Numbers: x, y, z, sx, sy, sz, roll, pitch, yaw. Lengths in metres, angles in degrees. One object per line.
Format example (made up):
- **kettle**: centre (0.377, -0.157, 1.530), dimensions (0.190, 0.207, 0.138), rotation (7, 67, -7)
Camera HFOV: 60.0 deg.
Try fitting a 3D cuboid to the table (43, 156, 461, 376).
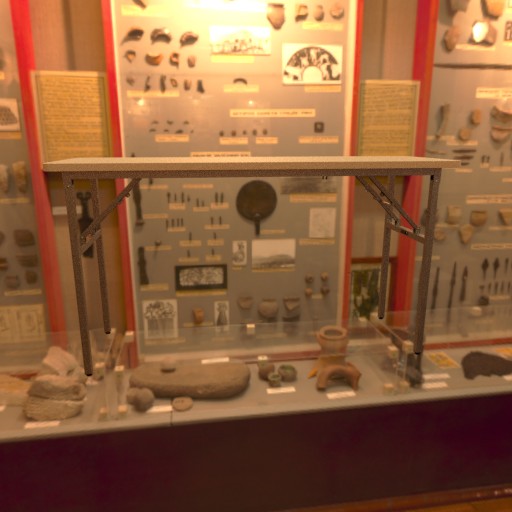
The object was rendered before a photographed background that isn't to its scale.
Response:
- **table**: centre (0.000, 0.000, 1.754), dimensions (1.397, 0.750, 0.446), rotation (-2, 15, -7)
